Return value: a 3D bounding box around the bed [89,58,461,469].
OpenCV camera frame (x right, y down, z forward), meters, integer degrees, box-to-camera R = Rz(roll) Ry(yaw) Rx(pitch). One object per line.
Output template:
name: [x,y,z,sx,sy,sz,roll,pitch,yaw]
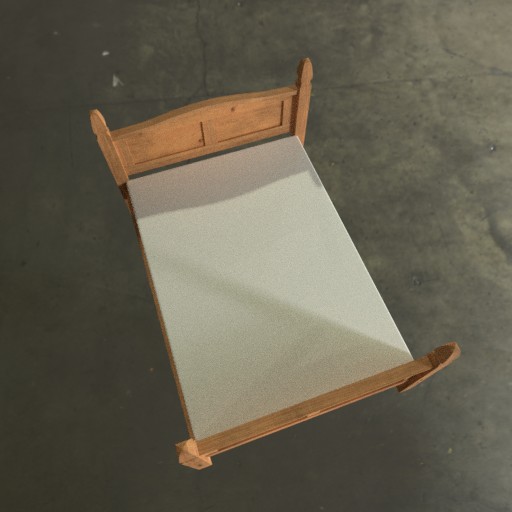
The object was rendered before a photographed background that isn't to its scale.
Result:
bed: [0.000,0.000,2.849,1.490,1.100,2.069,-17,64,-9]
